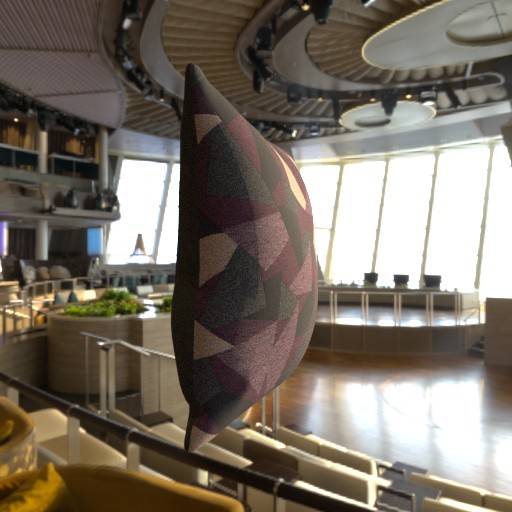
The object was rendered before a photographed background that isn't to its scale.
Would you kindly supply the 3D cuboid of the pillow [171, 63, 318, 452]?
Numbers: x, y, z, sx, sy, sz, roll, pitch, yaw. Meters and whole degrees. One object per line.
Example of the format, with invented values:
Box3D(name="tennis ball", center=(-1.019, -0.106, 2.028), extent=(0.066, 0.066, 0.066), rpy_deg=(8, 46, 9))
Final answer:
Box3D(name="pillow", center=(0.000, 0.000, 0.787), extent=(0.208, 0.496, 0.503), rpy_deg=(0, 0, 19))
